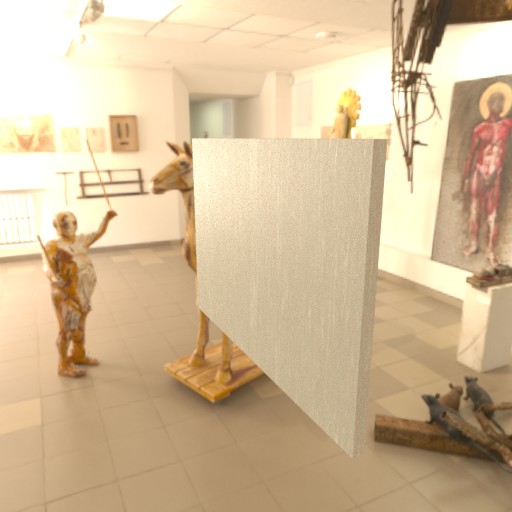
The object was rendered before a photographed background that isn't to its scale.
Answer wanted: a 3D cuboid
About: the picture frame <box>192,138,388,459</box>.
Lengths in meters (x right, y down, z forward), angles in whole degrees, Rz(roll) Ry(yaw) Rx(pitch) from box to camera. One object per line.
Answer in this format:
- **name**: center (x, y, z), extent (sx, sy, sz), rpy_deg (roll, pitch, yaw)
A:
- **picture frame**: center (0.000, 0.000, 1.248), extent (0.029, 0.640, 0.950), rpy_deg (-7, 17, -26)
